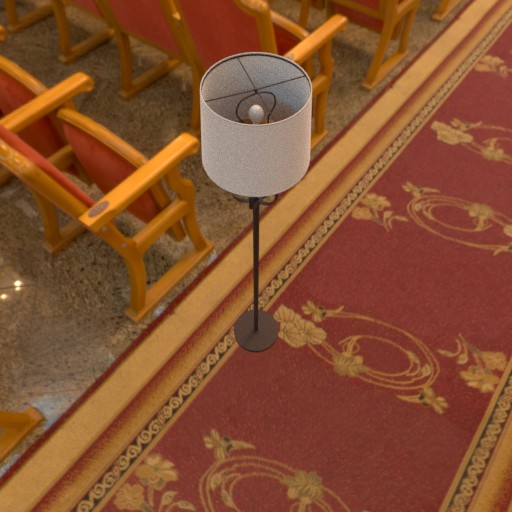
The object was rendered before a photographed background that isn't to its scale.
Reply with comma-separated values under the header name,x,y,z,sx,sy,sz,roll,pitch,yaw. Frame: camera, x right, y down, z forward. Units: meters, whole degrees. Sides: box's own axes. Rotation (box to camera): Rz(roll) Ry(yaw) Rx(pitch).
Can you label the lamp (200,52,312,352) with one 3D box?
name,x,y,z,sx,sy,sz,roll,pitch,yaw
lamp,0.000,0.000,1.620,0.286,1.462,0.286,34,64,19
